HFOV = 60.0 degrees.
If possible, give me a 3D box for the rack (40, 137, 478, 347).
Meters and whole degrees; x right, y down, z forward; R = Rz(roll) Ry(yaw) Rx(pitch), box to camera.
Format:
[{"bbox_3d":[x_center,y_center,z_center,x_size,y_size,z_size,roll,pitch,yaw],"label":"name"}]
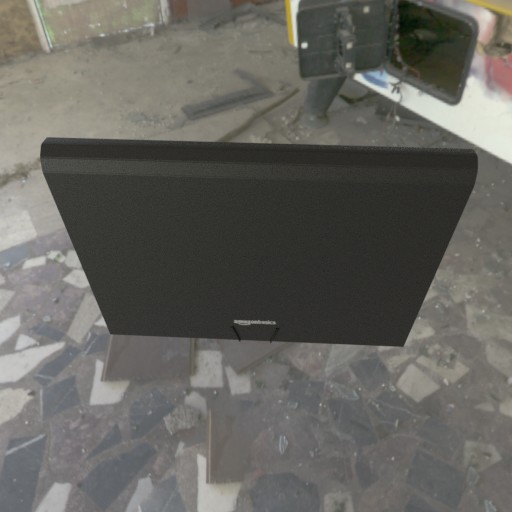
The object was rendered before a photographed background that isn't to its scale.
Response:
[{"bbox_3d":[0.000,0.000,0.425,0.330,0.241,0.041,2,47,2],"label":"rack"}]
